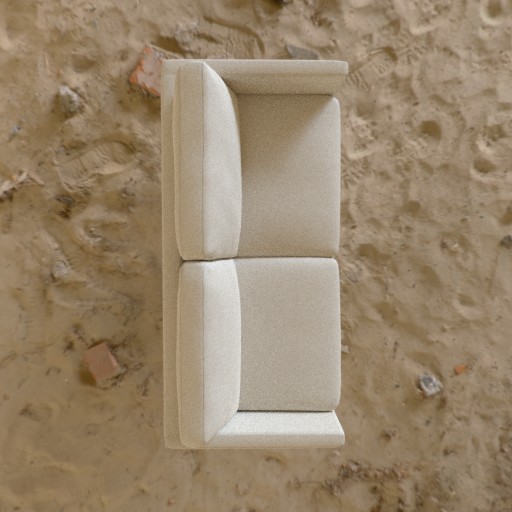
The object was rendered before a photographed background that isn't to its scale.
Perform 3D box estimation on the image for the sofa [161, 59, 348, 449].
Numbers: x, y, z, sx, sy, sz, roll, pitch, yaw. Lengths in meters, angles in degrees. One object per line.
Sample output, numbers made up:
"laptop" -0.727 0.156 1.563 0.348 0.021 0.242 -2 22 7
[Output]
"sofa" 0.000 0.000 2.484 0.965 0.889 1.981 0 92 -1
